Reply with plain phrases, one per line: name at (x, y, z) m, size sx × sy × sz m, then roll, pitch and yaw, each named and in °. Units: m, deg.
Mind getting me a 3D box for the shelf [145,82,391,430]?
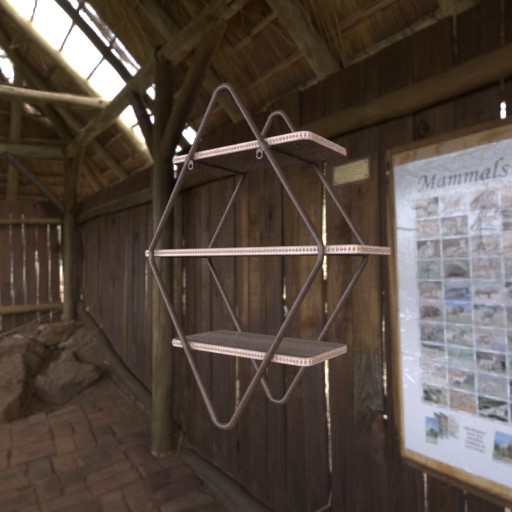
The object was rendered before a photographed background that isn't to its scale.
shelf at (0.000, 0.000, 1.072) m, size 0.609 × 0.774 × 0.234 m, roll -1°, pitch -1°, yaw 36°
